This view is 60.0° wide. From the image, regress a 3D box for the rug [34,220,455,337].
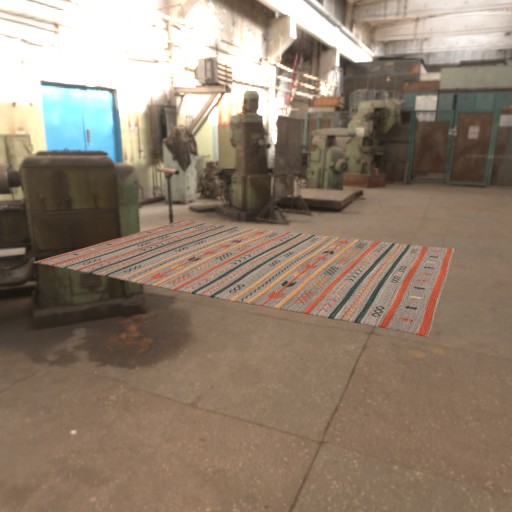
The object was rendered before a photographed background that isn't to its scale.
[{"bbox_3d":[0.000,0.000,2.308,1.835,0.017,1.220,8,17,26],"label":"rug"}]
